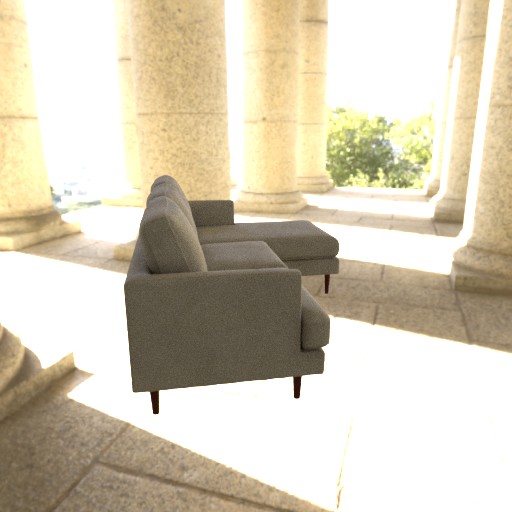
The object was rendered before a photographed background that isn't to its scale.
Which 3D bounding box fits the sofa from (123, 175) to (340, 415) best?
[{"bbox_3d":[0.000,0.000,3.009,1.504,0.956,2.233,-3,16,-10],"label":"sofa"}]
